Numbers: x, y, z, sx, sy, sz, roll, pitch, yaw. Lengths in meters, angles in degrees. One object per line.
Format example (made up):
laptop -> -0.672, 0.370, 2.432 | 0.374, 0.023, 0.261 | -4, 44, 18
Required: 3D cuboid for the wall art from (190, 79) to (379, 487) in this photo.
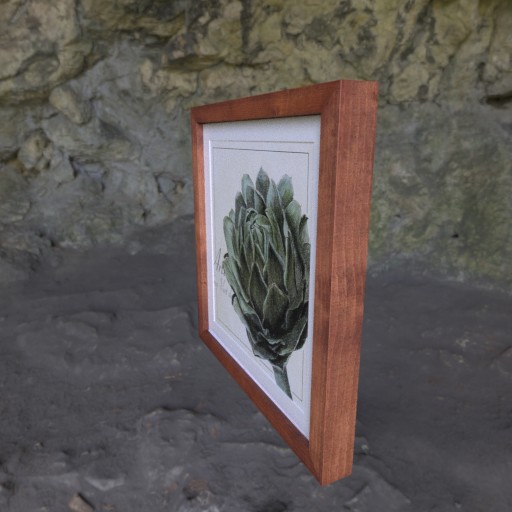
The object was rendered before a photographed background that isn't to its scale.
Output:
wall art -> 0.000, 0.000, 0.573 | 0.038, 0.385, 0.386 | -7, 17, -25
